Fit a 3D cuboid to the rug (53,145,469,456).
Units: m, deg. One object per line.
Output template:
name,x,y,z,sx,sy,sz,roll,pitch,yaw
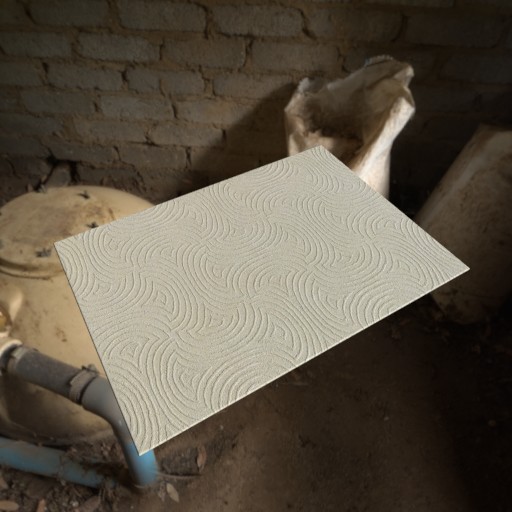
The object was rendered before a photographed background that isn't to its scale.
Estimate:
rug,0.000,0.000,2.781,2.132,0.015,1.526,-24,52,-20
